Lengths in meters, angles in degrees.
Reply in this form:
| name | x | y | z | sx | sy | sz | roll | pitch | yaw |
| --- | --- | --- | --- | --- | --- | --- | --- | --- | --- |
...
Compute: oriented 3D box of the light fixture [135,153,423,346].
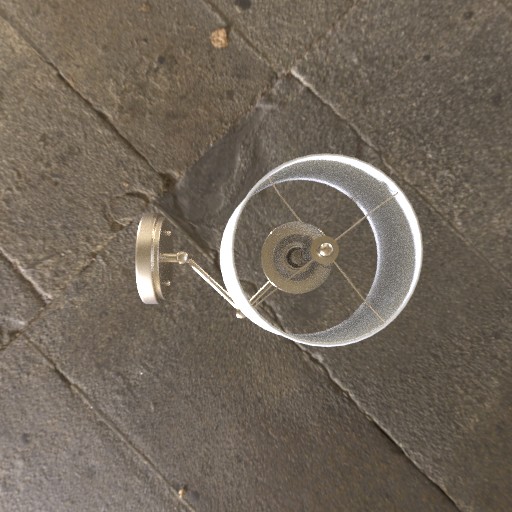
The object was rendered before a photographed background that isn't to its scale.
| name | x | y | z | sx | sy | sz | roll | pitch | yaw |
| --- | --- | --- | --- | --- | --- | --- | --- | --- | --- |
| light fixture | 0.000 | 0.000 | 0.592 | 0.348 | 0.381 | 0.223 | 0 | 88 | -1 |
